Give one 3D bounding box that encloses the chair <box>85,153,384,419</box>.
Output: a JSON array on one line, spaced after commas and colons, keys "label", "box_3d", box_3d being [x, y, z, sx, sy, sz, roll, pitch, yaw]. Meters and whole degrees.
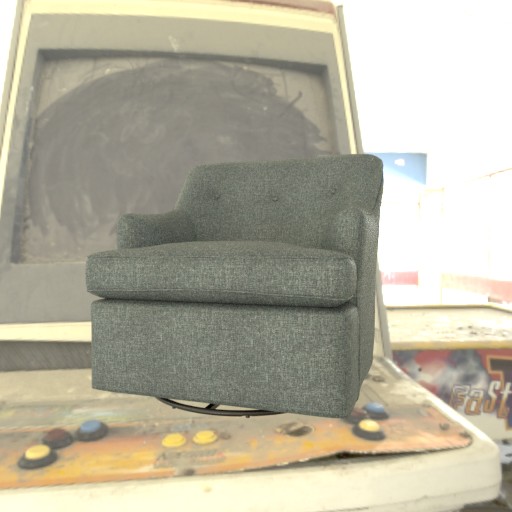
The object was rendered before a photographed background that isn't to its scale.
[{"label": "chair", "box_3d": [0.000, 0.000, 1.601, 0.864, 0.856, 0.923, 0, 1, 18]}]
